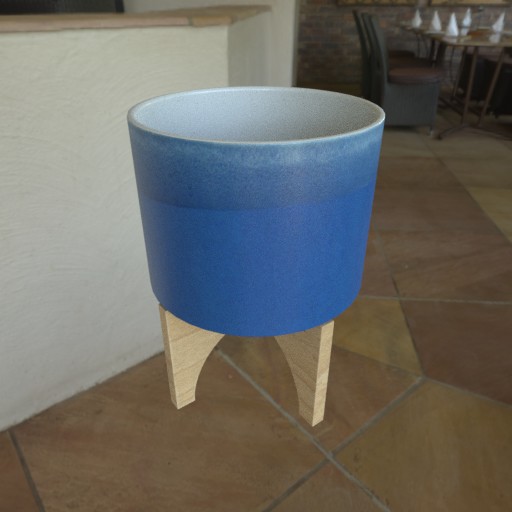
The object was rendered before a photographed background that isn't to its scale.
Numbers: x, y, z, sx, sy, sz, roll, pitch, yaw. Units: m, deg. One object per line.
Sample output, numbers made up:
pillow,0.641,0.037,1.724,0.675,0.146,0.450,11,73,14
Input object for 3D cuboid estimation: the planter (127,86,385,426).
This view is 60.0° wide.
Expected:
planter,0.000,0.000,0.405,0.192,0.263,0.192,0,30,0
